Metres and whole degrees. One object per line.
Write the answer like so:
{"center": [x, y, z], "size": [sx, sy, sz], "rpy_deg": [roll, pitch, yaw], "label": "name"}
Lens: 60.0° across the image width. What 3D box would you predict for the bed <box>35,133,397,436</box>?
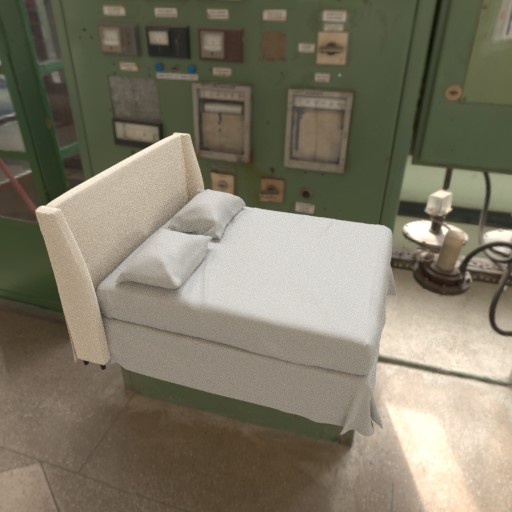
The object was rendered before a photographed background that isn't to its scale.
{"center": [0.000, 0.000, 3.521], "size": [2.276, 1.332, 1.925], "rpy_deg": [10, 32, 16], "label": "bed"}
